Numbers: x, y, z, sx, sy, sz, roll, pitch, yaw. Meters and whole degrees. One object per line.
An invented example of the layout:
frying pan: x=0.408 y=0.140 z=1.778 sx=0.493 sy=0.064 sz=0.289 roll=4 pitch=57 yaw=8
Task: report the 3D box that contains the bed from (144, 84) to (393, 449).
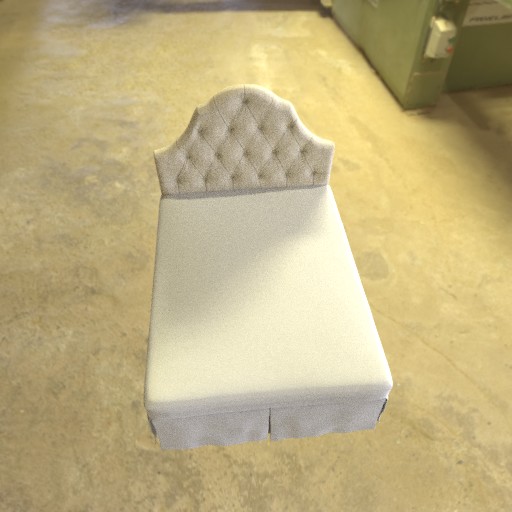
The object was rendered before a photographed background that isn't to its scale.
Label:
bed: x=0.000 y=0.000 z=3.217 sx=1.627 sy=1.575 sz=2.092 roll=-4 pitch=48 yaw=-4
